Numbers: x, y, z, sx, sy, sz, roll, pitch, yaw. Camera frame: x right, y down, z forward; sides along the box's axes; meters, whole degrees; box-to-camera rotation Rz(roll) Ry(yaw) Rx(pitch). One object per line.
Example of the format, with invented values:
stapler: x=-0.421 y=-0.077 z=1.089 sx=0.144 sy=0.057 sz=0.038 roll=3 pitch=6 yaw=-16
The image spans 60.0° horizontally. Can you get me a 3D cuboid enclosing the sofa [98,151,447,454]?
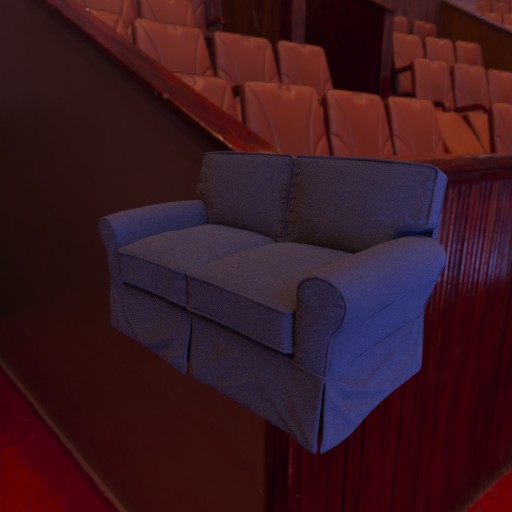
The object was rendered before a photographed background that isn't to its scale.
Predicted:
sofa: x=0.000 y=0.000 z=2.410 sx=1.801 sy=1.059 sz=0.997 roll=15 pitch=22 yaw=43
